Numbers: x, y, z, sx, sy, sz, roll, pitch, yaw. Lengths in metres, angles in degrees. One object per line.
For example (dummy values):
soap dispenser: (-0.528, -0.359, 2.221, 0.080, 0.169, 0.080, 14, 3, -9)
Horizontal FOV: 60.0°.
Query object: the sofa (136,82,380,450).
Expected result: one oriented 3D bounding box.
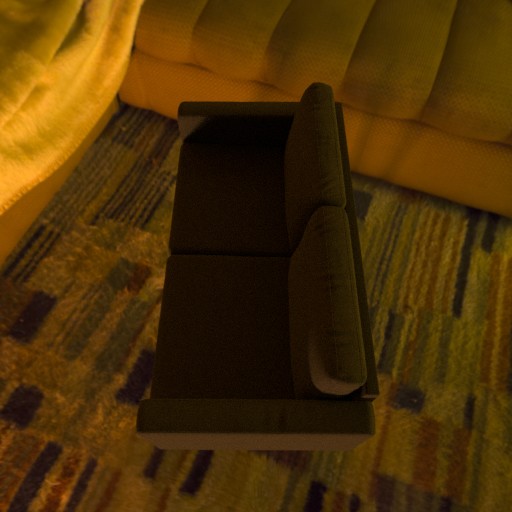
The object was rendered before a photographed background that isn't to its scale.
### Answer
sofa: (0.000, 0.000, 2.205, 0.889, 0.897, 1.730, 0, 60, 0)
